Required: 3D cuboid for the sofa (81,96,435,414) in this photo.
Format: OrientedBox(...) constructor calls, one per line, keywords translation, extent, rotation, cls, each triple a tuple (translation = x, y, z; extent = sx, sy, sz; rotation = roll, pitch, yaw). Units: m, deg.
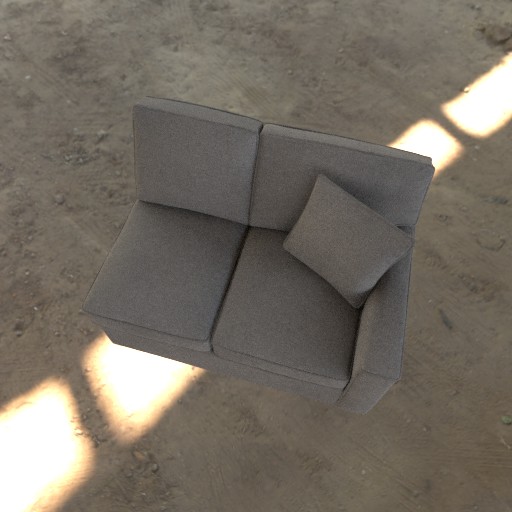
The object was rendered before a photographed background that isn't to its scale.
OrientedBox(translation=(0.000, 0.000, 2.115), extent=(1.388, 0.989, 0.991), rotation=(13, 59, 8), cls="sofa")
